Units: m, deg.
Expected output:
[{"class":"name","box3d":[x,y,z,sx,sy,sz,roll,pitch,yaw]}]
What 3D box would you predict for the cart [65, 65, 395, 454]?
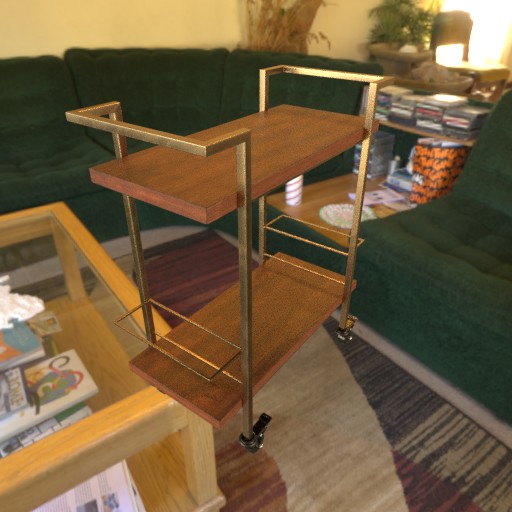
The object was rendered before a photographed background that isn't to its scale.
[{"class":"cart","box3d":[0.000,0.000,1.139,0.364,0.807,0.695,21,37,31]}]
